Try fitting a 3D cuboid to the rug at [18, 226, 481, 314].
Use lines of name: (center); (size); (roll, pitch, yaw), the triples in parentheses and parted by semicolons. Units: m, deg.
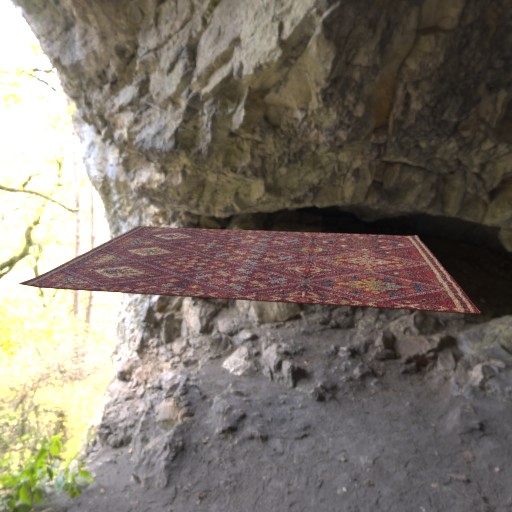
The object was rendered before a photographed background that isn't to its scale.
rug: (0.000, 0.000, 2.867); (2.286, 0.026, 1.521); (2, 16, 9)
